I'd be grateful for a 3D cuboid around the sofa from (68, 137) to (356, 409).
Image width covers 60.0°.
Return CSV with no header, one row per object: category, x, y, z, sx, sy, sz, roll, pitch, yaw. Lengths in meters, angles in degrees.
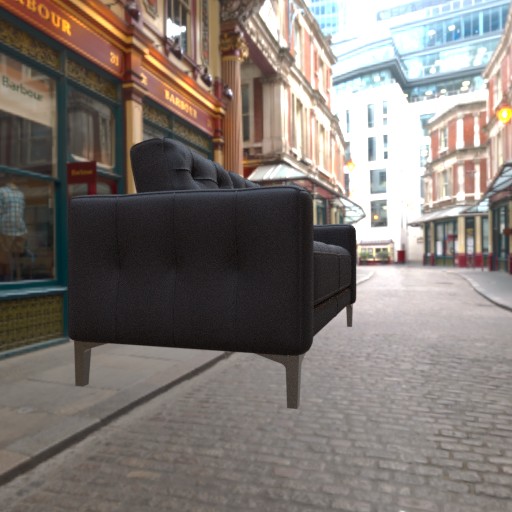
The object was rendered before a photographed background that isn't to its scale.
sofa,0.000,0.000,2.179,0.833,0.893,1.726,0,0,18
